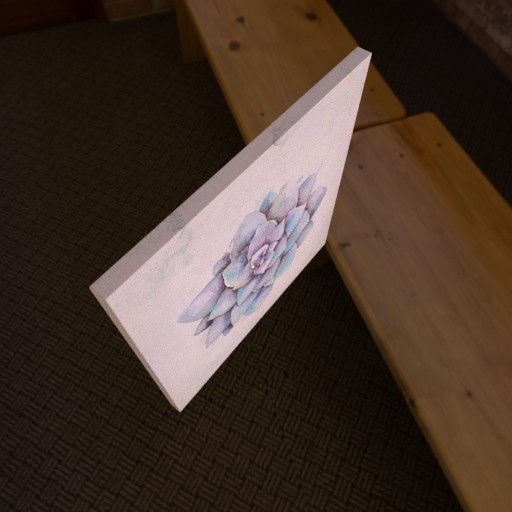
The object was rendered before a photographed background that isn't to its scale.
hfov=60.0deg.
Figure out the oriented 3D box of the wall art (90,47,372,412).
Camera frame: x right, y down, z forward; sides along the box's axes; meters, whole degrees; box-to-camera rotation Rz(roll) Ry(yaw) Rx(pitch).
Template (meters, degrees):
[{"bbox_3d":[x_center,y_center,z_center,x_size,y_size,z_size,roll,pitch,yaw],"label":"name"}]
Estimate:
[{"bbox_3d":[0.000,0.000,1.142,0.038,0.762,0.762,34,65,19],"label":"wall art"}]
